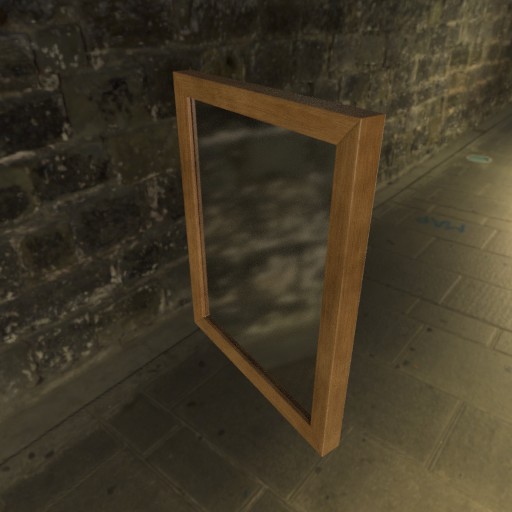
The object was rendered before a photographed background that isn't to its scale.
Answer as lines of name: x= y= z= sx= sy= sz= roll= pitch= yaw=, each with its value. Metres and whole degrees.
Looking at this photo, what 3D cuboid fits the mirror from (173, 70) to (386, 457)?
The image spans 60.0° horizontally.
mirror: x=0.000 y=0.000 z=0.706 sx=0.041 sy=0.508 sz=0.405 roll=-20 pitch=35 yaw=-30
